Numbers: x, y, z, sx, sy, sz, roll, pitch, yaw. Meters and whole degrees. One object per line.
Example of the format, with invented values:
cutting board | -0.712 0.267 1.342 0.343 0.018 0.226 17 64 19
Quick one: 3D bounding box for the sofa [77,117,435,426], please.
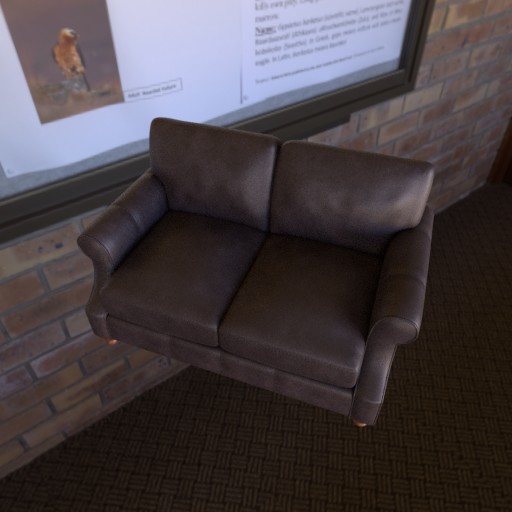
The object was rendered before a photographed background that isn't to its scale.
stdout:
sofa | 0.000 0.000 2.316 1.663 0.979 1.030 14 43 15
